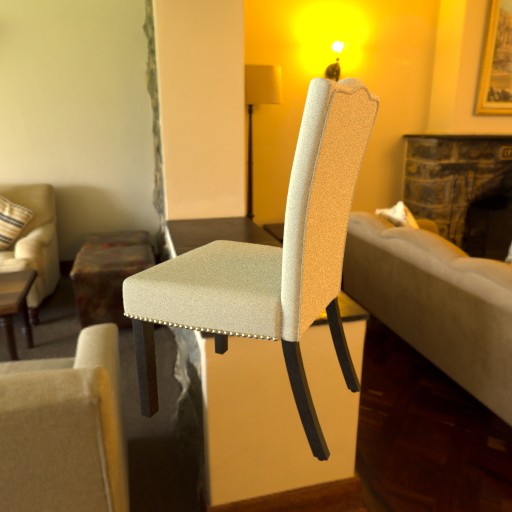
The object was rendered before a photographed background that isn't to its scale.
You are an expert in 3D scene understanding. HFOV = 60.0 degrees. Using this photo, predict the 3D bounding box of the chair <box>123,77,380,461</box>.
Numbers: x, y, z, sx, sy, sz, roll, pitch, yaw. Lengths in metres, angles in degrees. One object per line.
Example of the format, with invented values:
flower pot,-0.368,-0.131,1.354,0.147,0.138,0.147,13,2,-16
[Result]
chair,0.000,0.000,1.295,0.589,0.946,0.518,8,18,25
